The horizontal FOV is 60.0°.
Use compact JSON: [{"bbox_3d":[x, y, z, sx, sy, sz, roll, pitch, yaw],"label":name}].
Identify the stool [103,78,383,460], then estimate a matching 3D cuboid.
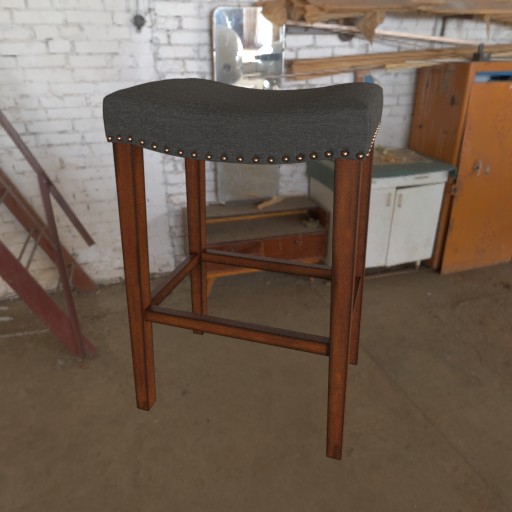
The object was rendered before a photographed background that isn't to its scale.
[{"bbox_3d":[0.000,0.000,1.022,0.502,0.748,0.366,8,27,16],"label":"stool"}]
